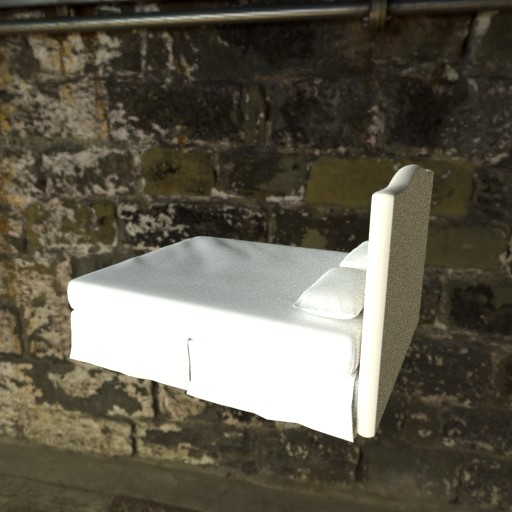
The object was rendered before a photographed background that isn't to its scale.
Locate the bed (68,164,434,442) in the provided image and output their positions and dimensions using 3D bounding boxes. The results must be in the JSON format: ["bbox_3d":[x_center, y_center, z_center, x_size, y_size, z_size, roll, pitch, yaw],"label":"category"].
[{"bbox_3d":[0.000,0.000,3.419,2.282,1.436,1.821,8,17,26],"label":"bed"}]
